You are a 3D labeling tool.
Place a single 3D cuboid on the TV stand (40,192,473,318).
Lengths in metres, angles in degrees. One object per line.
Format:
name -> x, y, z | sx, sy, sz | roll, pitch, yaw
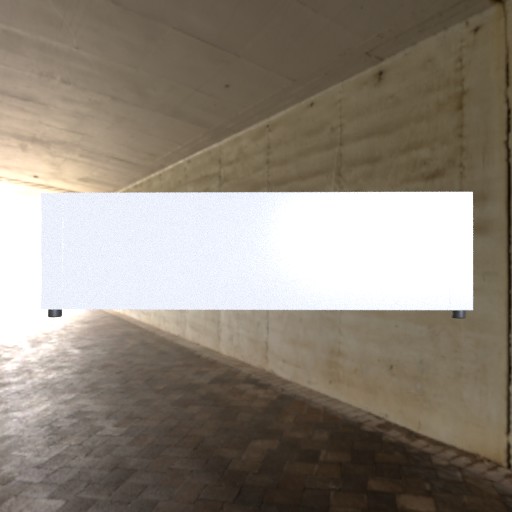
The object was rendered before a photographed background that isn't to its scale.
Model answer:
TV stand -> 0.000, 0.000, 1.743 | 1.500, 0.440, 0.410 | 0, 0, 1
